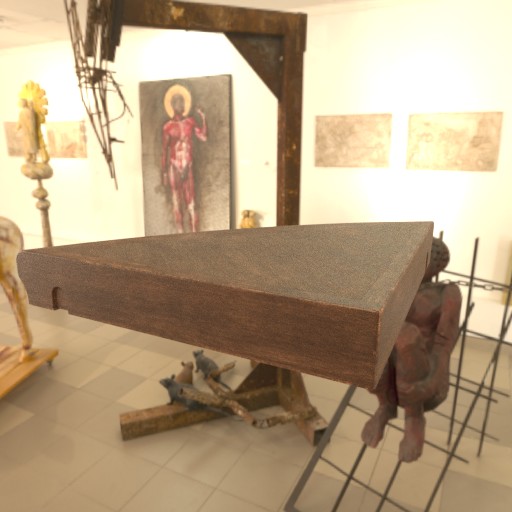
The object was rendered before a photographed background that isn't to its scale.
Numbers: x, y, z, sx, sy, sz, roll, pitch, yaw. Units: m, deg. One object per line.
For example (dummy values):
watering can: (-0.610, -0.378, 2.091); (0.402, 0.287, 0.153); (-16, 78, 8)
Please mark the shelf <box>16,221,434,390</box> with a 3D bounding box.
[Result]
shelf: (0.000, 0.000, 0.451); (0.310, 0.050, 0.310); (8, 17, 26)
